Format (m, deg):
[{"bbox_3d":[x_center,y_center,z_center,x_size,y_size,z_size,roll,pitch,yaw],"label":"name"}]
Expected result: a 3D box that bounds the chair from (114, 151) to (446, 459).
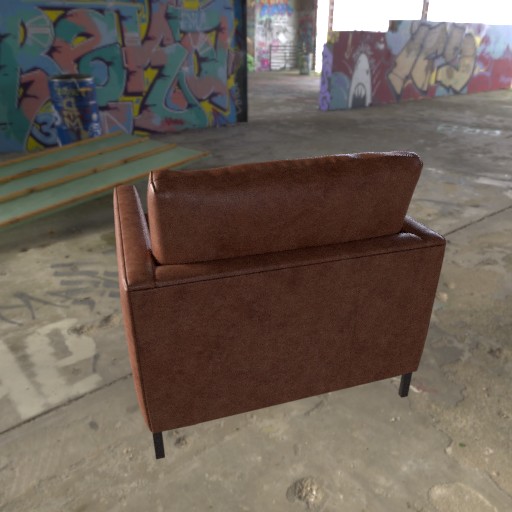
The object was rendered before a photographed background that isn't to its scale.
[{"bbox_3d":[0.000,0.000,1.633,0.967,0.869,0.862,-8,27,-16],"label":"chair"}]
